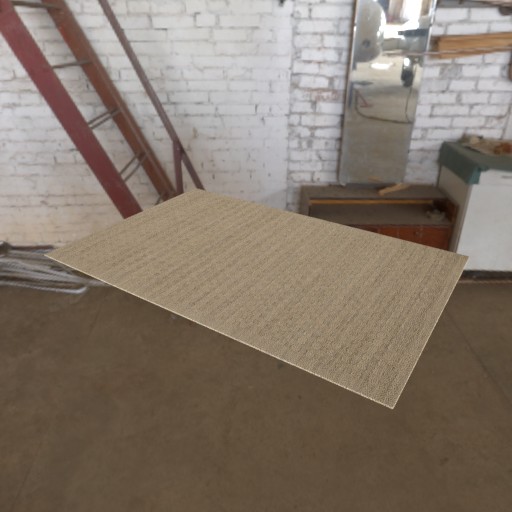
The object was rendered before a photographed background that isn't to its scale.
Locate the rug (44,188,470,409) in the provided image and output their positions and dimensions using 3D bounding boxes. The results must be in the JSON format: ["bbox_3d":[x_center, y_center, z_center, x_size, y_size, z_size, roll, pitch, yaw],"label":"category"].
[{"bbox_3d":[0.000,0.000,2.180,1.752,0.006,1.142,18,33,29],"label":"rug"}]
